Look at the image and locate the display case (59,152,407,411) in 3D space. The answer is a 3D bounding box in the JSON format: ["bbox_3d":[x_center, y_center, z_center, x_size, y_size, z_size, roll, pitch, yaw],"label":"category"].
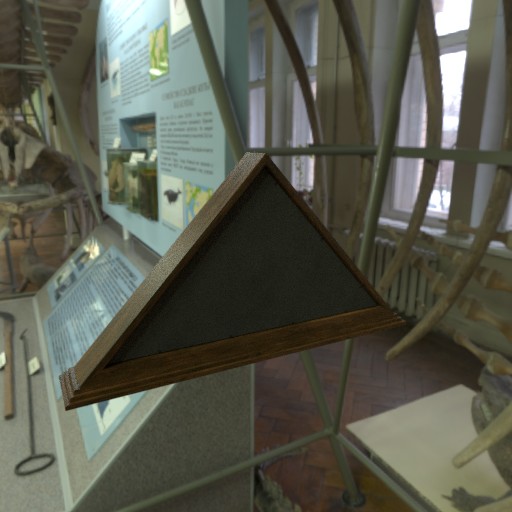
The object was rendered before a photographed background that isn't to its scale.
[{"bbox_3d":[0.000,0.000,0.750,0.640,0.340,0.095,-7,16,-27],"label":"display case"}]
